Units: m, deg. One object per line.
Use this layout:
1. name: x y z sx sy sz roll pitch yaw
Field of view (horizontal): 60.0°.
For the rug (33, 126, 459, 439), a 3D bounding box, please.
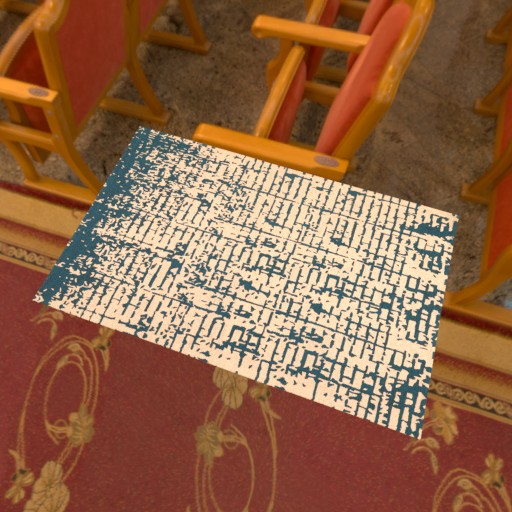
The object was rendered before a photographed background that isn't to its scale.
1. rug: 0.000 0.000 2.917 2.435 0.011 1.517 17 65 9
